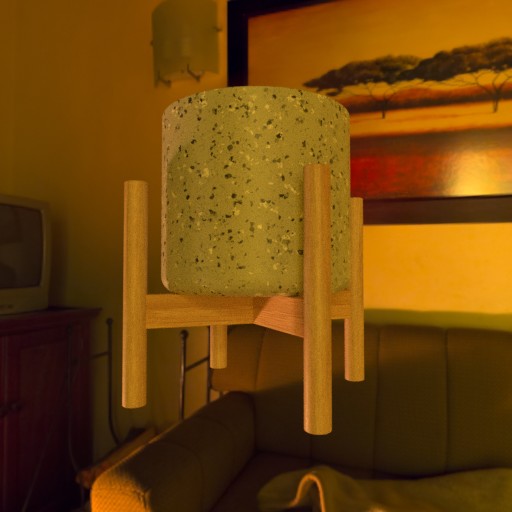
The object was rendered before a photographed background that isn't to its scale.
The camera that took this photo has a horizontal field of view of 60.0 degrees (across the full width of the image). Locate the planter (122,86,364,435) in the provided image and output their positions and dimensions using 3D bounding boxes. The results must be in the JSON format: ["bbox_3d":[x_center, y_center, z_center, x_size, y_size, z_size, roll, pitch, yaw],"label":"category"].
[{"bbox_3d":[0.000,0.000,0.531,0.284,0.320,0.284,0,-2,-1],"label":"planter"}]
